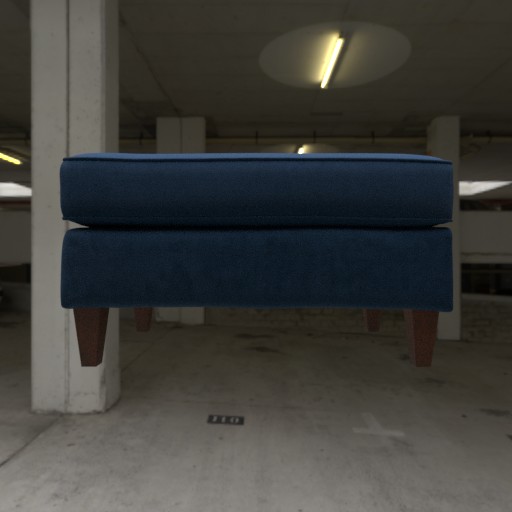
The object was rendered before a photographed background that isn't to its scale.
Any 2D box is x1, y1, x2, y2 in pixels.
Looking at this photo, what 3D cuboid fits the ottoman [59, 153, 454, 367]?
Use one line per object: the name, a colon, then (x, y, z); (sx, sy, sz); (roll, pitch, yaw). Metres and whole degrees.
ottoman: (0.000, 0.000, 1.207); (0.862, 0.484, 0.583); (0, 0, 0)
